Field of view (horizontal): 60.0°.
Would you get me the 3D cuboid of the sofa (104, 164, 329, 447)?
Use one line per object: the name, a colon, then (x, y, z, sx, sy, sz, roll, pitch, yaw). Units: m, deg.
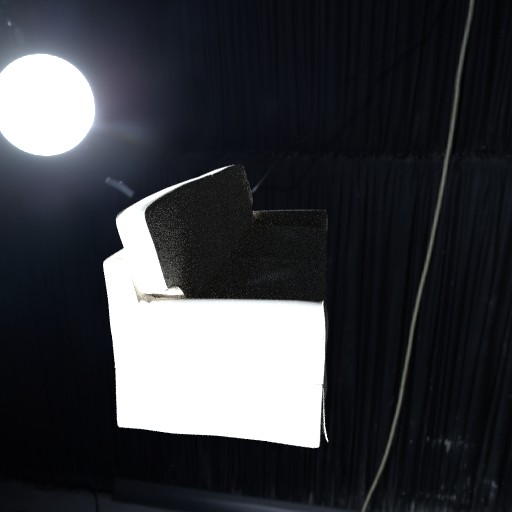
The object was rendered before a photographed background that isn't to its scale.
sofa: (0.000, 0.000, 2.551, 0.862, 0.937, 2.021, 2, 17, 8)
